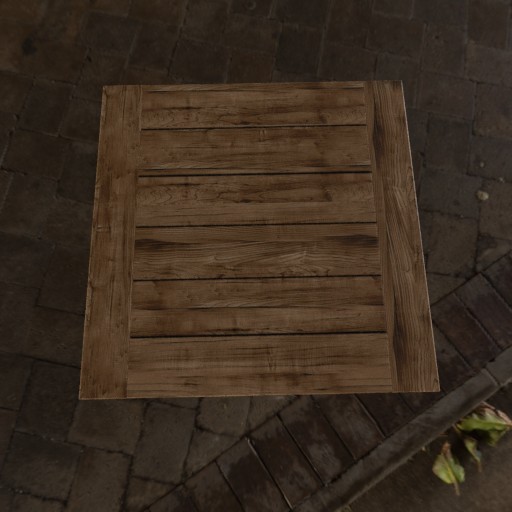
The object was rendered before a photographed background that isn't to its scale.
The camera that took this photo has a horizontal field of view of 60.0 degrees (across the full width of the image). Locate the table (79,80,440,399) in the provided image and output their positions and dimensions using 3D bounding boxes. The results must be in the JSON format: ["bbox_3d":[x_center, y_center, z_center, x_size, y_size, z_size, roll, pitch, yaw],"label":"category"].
[{"bbox_3d":[0.000,0.000,1.047,0.610,0.457,0.610,-1,75,0],"label":"table"}]
